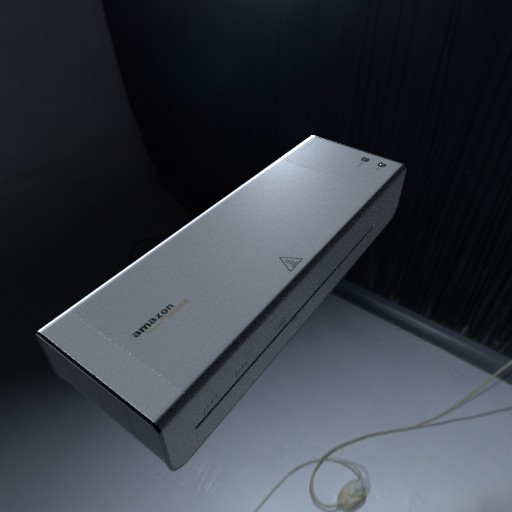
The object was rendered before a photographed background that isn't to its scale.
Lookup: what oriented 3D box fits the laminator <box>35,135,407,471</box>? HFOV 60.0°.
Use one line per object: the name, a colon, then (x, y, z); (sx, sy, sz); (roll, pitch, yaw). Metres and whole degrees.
laminator: (0.000, 0.000, 0.381); (0.123, 0.062, 0.340); (26, 48, 26)
